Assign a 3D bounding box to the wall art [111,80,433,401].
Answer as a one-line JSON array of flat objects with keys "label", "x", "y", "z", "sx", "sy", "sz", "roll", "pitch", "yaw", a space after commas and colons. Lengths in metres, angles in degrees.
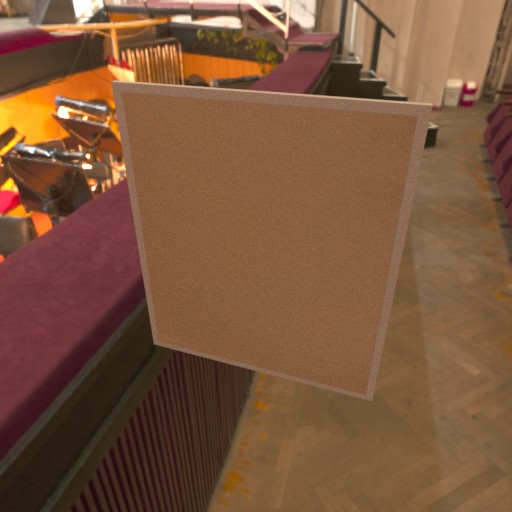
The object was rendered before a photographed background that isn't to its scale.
[{"label": "wall art", "x": 0.000, "y": 0.000, "z": 0.784, "sx": 0.482, "sy": 0.557, "sz": 0.012, "roll": 10, "pitch": 33, "yaw": 16}]
